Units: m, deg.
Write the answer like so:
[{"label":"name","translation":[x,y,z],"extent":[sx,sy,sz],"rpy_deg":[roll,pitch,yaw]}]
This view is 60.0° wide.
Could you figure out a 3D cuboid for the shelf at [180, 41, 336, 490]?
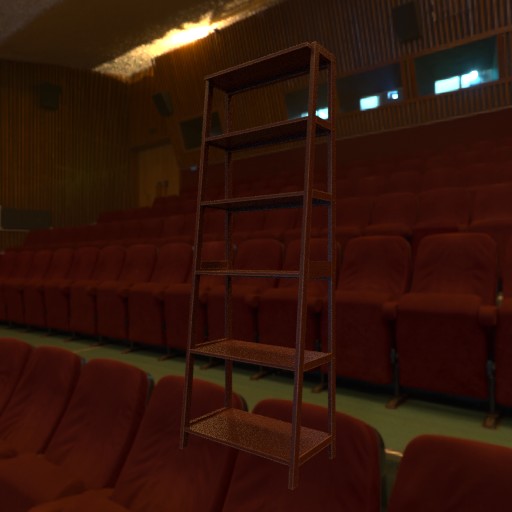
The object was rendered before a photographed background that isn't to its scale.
[{"label":"shelf","translation":[0.000,0.000,2.144],"extent":[0.660,1.892,0.381],"rpy_deg":[0,0,37]}]
